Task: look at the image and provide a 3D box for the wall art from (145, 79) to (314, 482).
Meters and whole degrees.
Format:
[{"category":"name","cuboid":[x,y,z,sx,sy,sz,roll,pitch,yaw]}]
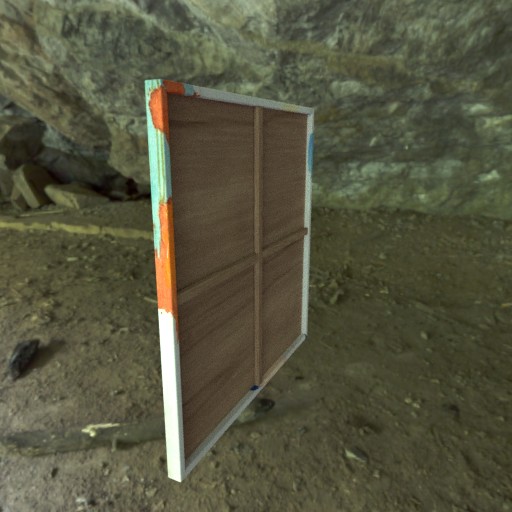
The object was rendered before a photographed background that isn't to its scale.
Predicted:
[{"category":"wall art","cuboid":[0.000,0.000,1.515,0.044,1.017,1.017,7,16,25]}]
